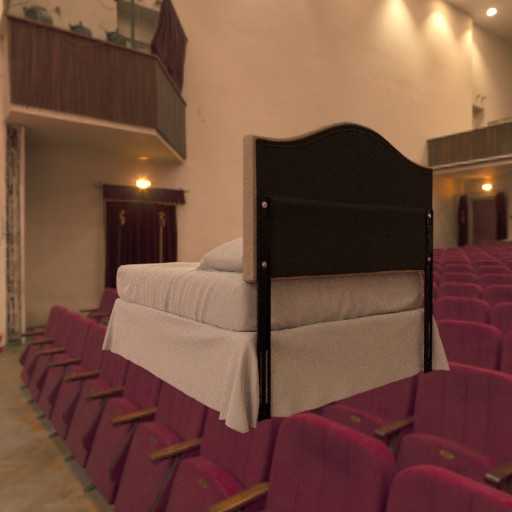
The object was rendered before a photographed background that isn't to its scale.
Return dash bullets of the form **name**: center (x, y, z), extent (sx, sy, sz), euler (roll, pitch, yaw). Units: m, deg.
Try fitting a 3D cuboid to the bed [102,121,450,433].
- **bed**: center (0.000, 0.000, 3.506), extent (1.876, 1.645, 2.221), euler (-1, 2, -36)
